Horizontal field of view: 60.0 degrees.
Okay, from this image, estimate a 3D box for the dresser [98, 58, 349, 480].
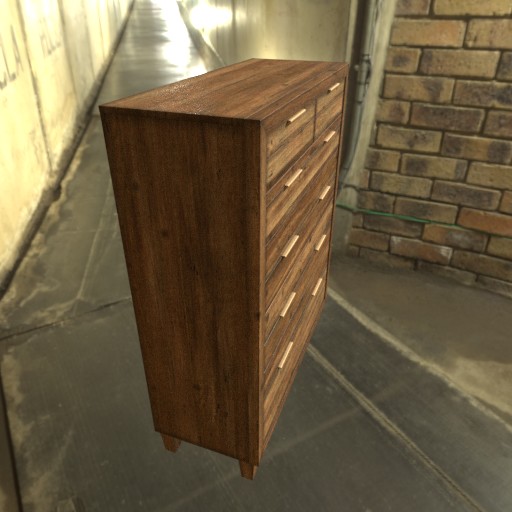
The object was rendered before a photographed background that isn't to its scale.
[{"bbox_3d":[0.000,0.000,1.811,0.438,1.359,1.067,11,32,18],"label":"dresser"}]
